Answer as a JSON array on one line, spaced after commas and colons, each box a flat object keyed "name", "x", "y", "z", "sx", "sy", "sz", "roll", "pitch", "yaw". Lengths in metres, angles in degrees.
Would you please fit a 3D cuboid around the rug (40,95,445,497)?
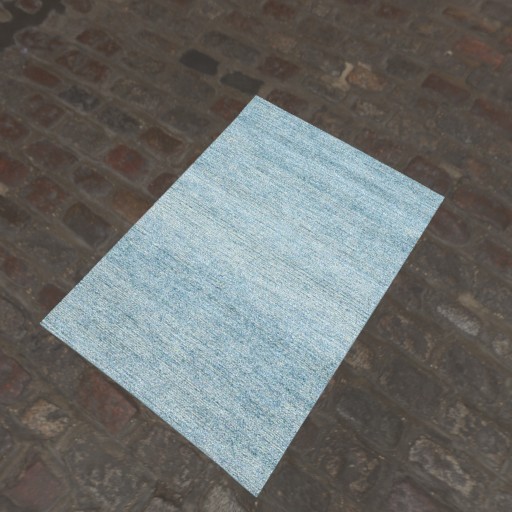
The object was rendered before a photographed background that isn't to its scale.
[{"name": "rug", "x": 0.000, "y": 0.000, "z": 2.870, "sx": 1.611, "sy": 0.026, "sz": 2.260, "roll": 33, "pitch": 69, "yaw": 14}]
